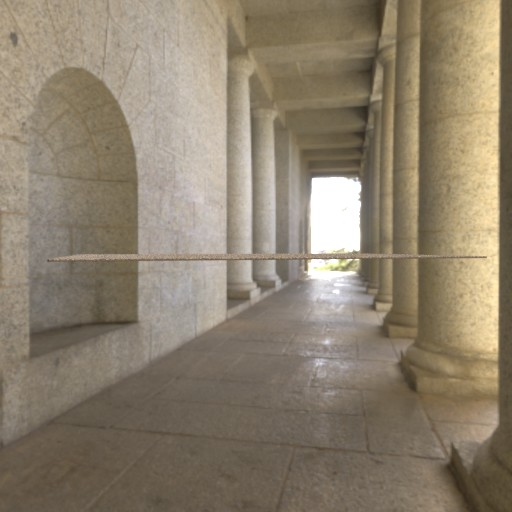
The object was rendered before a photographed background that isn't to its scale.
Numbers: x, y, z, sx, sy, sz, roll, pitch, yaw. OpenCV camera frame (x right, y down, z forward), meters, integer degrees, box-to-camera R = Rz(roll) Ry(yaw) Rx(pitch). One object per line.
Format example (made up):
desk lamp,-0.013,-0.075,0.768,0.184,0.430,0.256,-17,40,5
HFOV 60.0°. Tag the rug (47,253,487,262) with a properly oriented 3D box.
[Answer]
rug,0.000,0.000,2.256,1.783,0.008,1.175,0,1,-18
